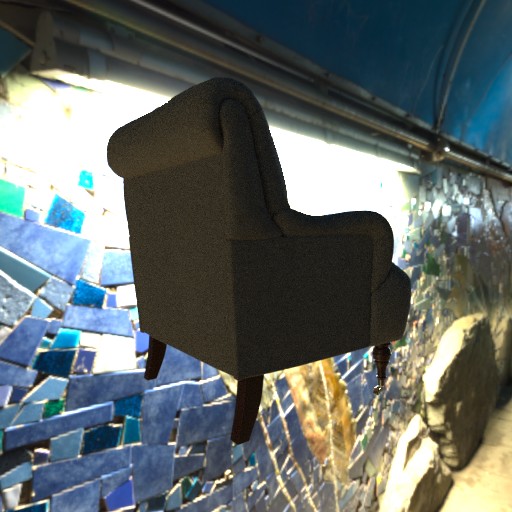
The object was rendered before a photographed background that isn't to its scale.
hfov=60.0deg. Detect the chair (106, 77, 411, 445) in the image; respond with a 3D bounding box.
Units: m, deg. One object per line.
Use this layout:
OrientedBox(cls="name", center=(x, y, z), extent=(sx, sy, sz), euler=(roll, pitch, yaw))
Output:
OrientedBox(cls="chair", center=(0.000, 0.000, 1.567), extent=(0.843, 0.942, 0.766), euler=(-2, 4, -36))
